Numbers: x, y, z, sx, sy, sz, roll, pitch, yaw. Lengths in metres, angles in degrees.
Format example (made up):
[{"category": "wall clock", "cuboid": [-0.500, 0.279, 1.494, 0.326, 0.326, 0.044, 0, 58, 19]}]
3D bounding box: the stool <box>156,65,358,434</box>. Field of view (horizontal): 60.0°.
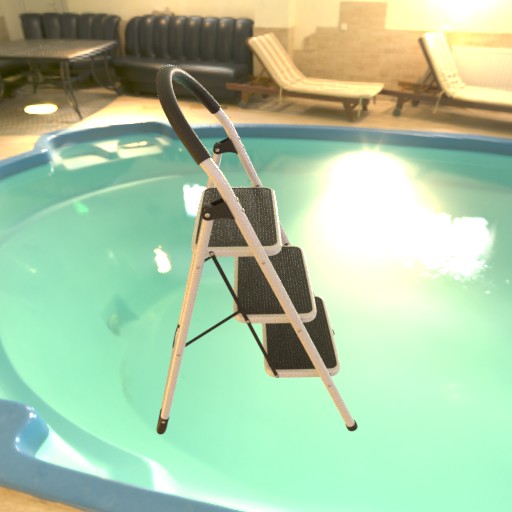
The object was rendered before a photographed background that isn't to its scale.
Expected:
[{"category": "stool", "cuboid": [0.000, 0.000, 1.388, 0.676, 1.109, 0.485, -1, 33, -1]}]
